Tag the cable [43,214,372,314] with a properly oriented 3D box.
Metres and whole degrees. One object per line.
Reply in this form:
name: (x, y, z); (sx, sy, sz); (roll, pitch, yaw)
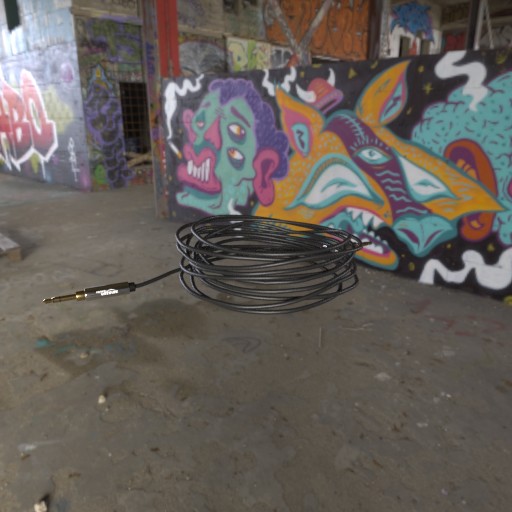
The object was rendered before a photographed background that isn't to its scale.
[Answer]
cable: (0.000, 0.000, 0.491); (0.432, 0.069, 0.198); (-9, 19, -26)
